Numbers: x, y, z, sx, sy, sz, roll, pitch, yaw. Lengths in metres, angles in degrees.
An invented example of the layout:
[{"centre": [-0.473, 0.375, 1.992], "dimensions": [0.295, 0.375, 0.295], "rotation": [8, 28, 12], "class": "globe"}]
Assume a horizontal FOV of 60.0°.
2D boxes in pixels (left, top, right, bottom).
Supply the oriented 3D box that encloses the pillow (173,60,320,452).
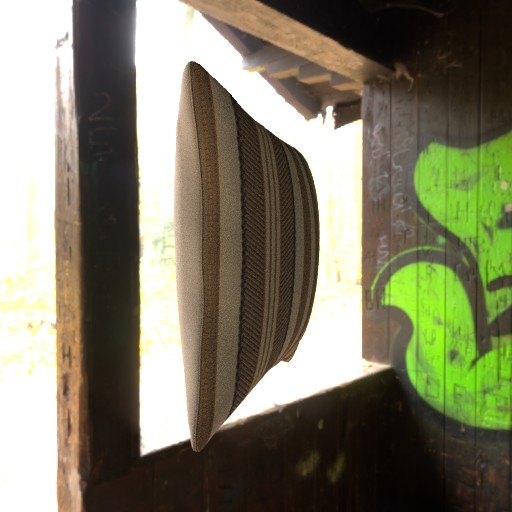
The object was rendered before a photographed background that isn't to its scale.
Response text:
[{"centre": [0.000, 0.000, 0.642], "dimensions": [0.173, 0.401, 0.416], "rotation": [0, 1, 18], "class": "pillow"}]
